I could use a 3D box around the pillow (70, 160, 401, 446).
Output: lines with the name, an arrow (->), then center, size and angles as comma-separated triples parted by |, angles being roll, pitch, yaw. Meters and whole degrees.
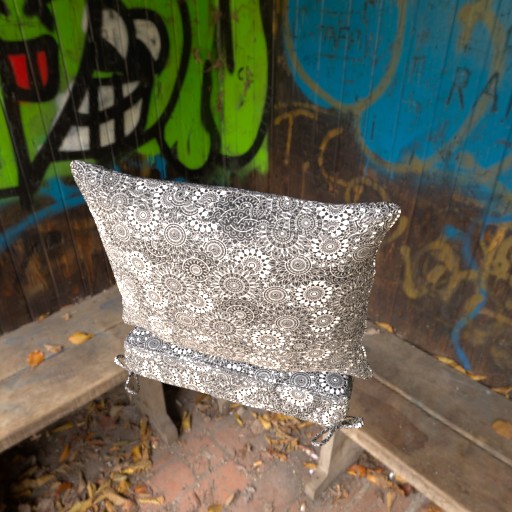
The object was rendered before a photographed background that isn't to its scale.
pillow -> 0.000, 0.000, 1.369 | 0.798, 0.722, 0.740 | 10, 33, 16
